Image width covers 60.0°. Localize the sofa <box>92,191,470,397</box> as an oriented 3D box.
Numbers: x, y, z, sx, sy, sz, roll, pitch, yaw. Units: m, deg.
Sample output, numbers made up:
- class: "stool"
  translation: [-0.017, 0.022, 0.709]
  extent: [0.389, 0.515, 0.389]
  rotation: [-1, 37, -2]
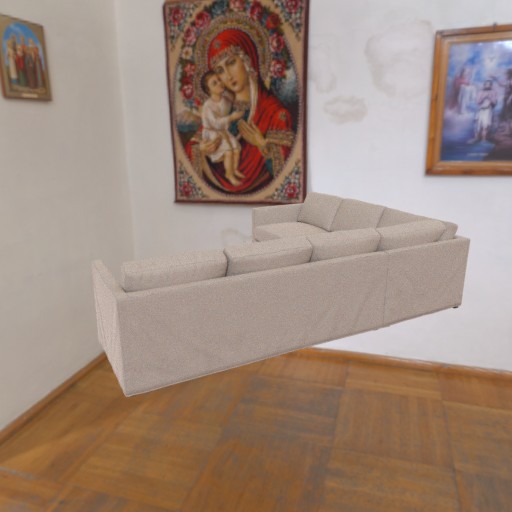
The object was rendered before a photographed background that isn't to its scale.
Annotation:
- class: "sofa"
  translation: [0.000, 0.000, 4.406]
  extent: [3.182, 0.871, 2.432]
  rotation: [-8, 18, -27]
